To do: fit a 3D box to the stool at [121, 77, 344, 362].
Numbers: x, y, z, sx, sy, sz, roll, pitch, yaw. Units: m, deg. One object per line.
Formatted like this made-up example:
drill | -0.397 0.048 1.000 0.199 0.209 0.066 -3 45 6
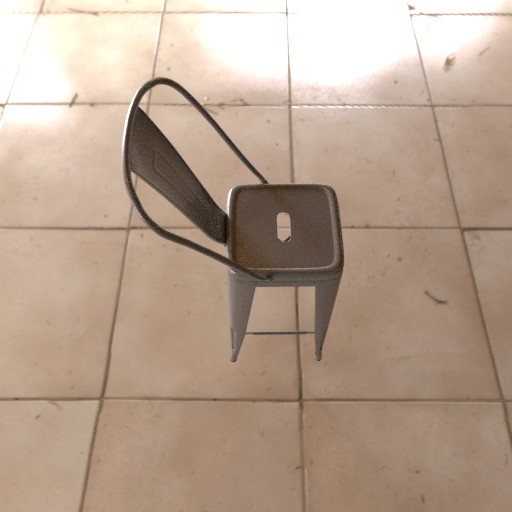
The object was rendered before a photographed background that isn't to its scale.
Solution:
stool | 0.000 0.000 1.344 0.513 1.096 0.399 -1 63 0
